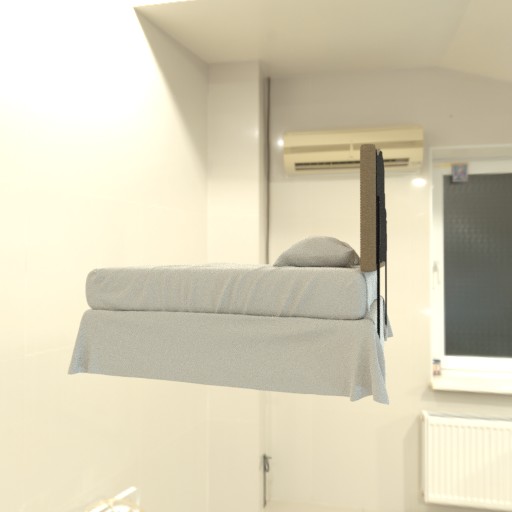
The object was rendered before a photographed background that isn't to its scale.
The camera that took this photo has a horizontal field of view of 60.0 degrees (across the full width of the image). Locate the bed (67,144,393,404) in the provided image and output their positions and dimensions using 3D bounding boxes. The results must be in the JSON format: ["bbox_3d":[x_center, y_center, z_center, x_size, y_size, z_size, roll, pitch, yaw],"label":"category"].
[{"bbox_3d":[0.000,0.000,3.782,2.222,1.651,2.311,0,-1,18],"label":"bed"}]
